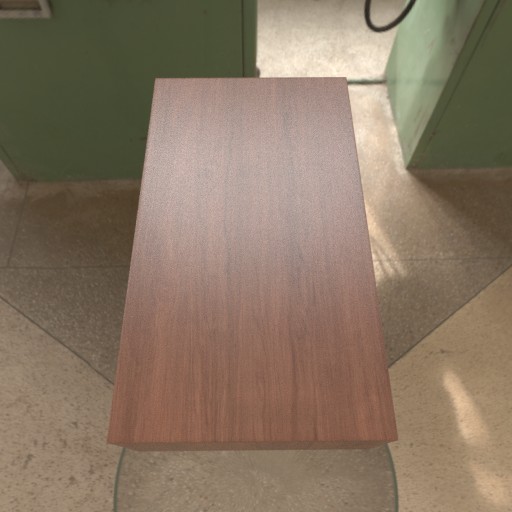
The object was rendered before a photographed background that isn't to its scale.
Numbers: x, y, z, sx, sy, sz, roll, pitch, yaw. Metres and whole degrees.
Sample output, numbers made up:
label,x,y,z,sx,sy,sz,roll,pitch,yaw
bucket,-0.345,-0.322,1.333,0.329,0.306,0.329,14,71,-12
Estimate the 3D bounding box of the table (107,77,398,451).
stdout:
label,x,y,z,sx,sy,sz,roll,pitch,yaw
table,0.000,0.000,1.279,0.600,0.380,1.020,0,63,0
